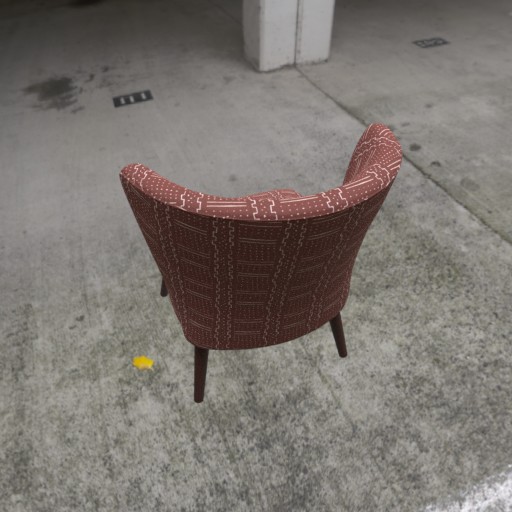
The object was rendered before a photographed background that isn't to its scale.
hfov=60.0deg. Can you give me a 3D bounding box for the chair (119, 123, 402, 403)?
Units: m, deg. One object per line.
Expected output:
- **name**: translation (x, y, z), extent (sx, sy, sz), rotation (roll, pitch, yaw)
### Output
- **chair**: translation (0.000, 0.000, 1.402), extent (0.706, 0.866, 0.758), rotation (-13, 43, -15)
